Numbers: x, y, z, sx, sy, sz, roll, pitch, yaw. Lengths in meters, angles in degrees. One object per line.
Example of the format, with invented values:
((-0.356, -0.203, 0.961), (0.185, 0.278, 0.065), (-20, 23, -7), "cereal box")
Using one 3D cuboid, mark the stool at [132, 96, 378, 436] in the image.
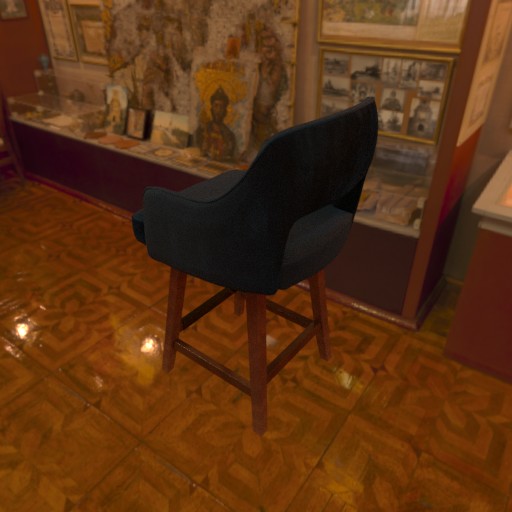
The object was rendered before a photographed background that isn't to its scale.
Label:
((0.000, 0.000, 1.325), (0.560, 0.940, 0.550), (22, 38, 31), "stool")
